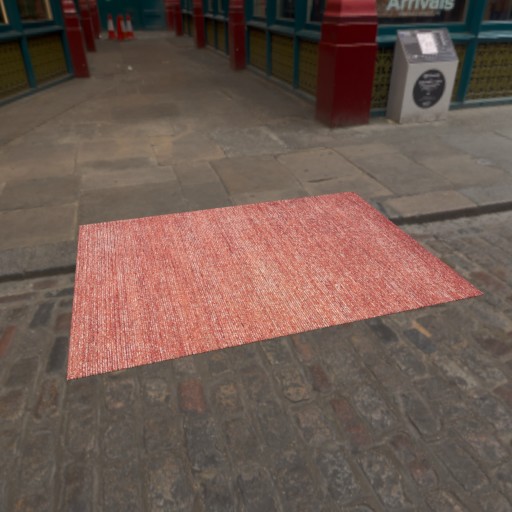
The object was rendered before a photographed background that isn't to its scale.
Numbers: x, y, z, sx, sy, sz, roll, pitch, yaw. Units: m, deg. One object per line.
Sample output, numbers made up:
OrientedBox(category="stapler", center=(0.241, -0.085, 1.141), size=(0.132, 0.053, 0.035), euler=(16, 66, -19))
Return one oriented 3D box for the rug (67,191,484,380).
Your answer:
OrientedBox(category="rug", center=(0.000, 0.000, 5.128), size=(3.965, 0.025, 2.803), euler=(-9, 32, -14))
